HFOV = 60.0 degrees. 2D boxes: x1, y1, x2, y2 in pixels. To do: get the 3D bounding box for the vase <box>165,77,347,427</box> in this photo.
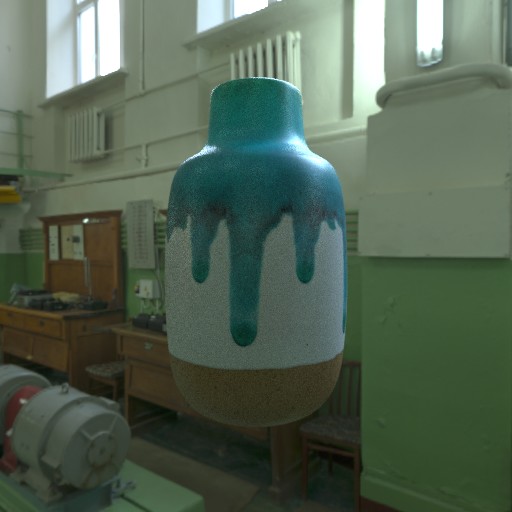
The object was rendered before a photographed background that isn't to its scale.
[{"bbox_3d":[0.000,0.000,0.263,0.106,0.192,0.106,0,1,0],"label":"vase"}]
